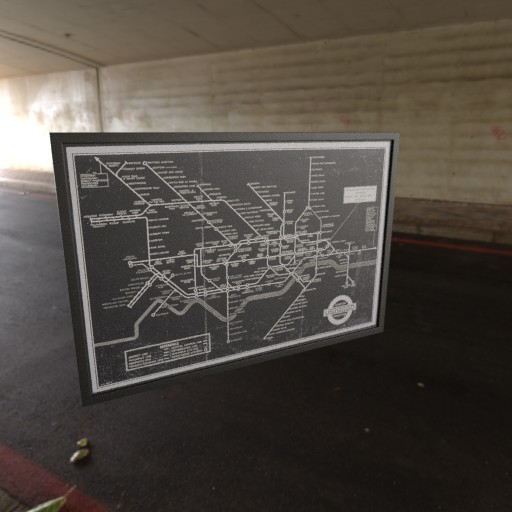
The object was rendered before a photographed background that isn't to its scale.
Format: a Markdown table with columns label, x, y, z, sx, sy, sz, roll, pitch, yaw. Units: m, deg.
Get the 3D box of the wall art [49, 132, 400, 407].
| label | x | y | z | sx | sy | sz | roll | pitch | yaw |
| --- | --- | --- | --- | --- | --- | --- | --- | --- | --- |
| wall art | 0.000 | 0.000 | 1.507 | 1.192 | 0.811 | 0.013 | -8 | 17 | -25 |
